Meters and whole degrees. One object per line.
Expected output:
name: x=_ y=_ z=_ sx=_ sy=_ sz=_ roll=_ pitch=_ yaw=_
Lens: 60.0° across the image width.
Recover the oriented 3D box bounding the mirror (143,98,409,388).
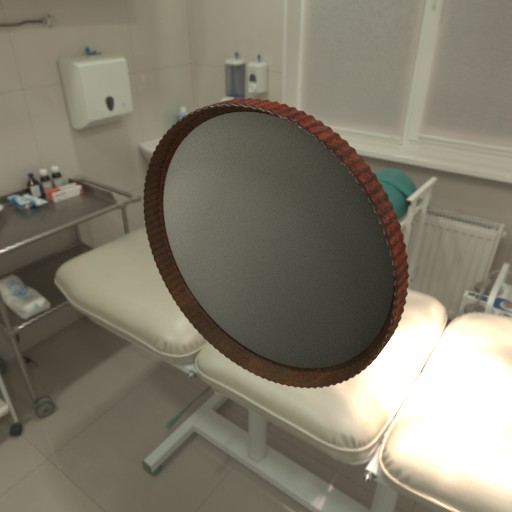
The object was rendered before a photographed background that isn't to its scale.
mirror: x=0.000 y=0.000 z=0.908 sx=0.609 sy=0.609 sz=0.056 roll=20 pitch=36 yaw=30
